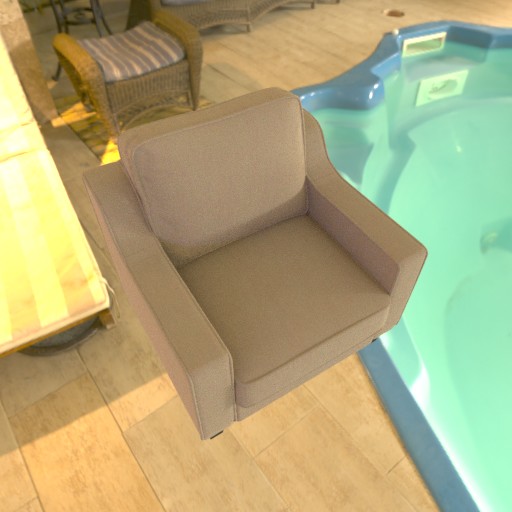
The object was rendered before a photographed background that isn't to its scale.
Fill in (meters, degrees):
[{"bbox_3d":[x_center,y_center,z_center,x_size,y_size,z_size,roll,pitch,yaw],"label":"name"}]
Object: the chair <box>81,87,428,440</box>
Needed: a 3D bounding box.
[{"bbox_3d":[0.000,0.000,1.683,0.922,0.948,0.882,-24,52,-21],"label":"chair"}]
